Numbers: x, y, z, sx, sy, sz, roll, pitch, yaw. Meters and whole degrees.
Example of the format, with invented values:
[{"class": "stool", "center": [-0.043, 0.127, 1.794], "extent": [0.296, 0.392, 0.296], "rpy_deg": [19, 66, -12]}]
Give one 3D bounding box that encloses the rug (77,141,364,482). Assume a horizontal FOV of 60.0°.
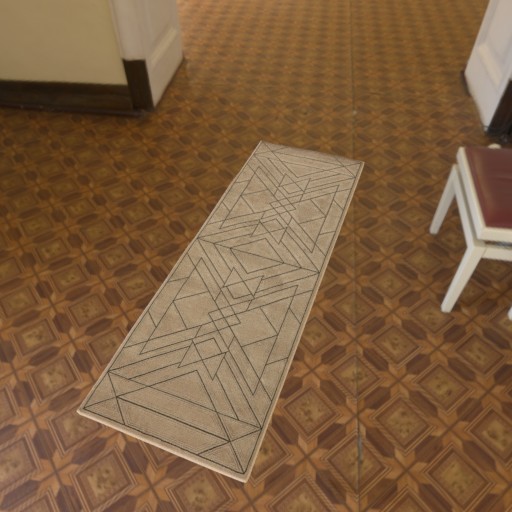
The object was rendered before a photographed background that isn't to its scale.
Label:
[{"class": "rug", "center": [0.000, 0.000, 2.651], "extent": [0.831, 0.036, 2.381], "rpy_deg": [16, 49, 14]}]
